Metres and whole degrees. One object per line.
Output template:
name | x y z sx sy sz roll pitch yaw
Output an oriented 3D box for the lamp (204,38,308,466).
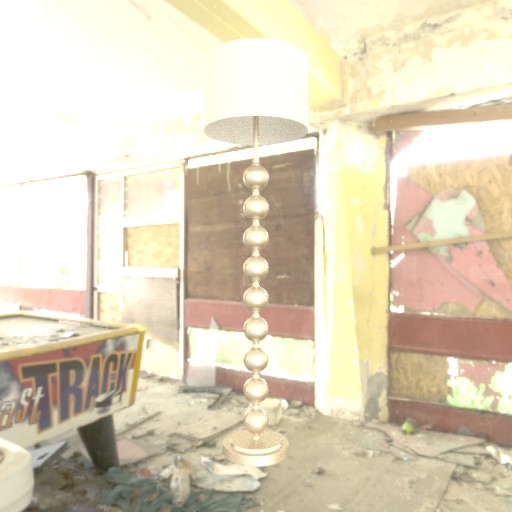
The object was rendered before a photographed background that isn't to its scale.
lamp | 0.000 0.000 1.680 0.394 1.474 0.394 0 0 -37
